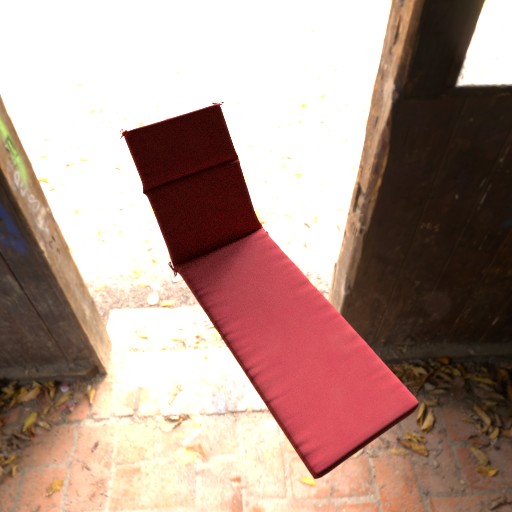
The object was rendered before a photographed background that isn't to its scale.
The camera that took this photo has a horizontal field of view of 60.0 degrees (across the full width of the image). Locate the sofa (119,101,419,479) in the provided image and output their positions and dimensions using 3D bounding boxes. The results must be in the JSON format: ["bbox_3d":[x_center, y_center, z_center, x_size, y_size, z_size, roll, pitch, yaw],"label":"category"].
[{"bbox_3d":[0.000,0.000,1.956,0.582,0.622,1.663,-25,52,-21],"label":"sofa"}]
